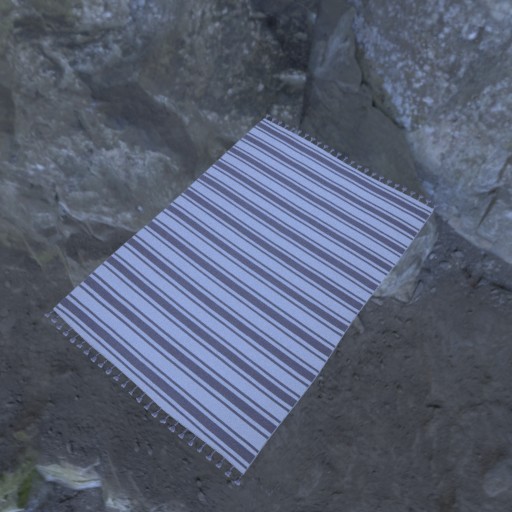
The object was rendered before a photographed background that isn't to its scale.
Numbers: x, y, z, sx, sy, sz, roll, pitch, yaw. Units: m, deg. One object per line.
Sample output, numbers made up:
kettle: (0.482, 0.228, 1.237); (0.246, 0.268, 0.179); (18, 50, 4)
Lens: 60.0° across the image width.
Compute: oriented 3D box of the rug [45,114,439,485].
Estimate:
rug: (0.000, 0.000, 3.895); (2.030, 0.017, 3.040); (34, 65, 19)
